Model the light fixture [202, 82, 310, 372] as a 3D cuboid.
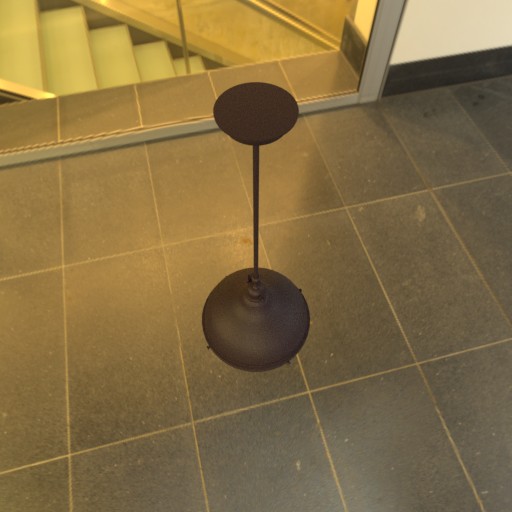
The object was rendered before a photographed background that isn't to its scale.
[{"bbox_3d":[0.000,0.000,1.035,0.341,0.849,0.341,-30,63,-17],"label":"light fixture"}]
